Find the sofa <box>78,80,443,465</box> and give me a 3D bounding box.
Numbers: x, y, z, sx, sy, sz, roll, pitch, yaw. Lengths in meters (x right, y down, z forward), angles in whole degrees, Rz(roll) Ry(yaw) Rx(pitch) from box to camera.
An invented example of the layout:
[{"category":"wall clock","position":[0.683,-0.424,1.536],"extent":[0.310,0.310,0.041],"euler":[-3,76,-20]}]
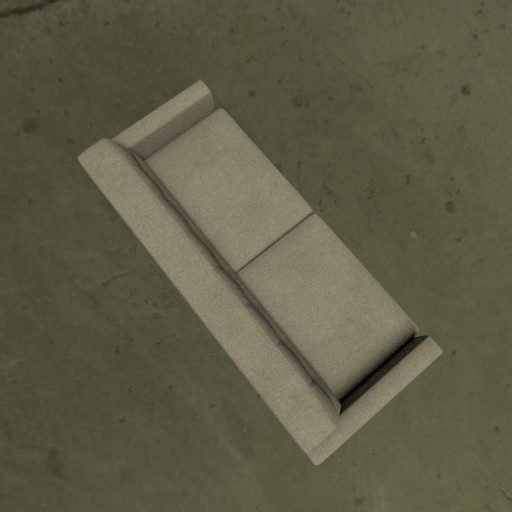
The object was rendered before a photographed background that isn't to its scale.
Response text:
[{"category":"sofa","position":[0.000,0.000,2.505],"extent":[0.909,0.841,2.029],"euler":[-38,79,-9]}]
